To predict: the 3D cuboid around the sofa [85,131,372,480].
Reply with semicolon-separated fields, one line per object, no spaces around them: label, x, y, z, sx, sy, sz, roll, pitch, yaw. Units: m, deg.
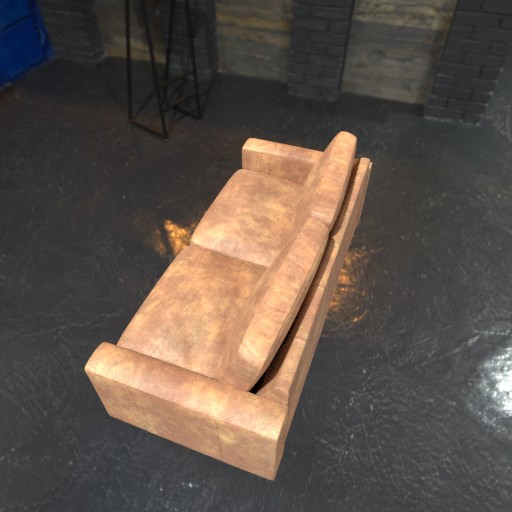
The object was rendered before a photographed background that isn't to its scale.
sofa;0.000;0.000;2.769;1.016;0.873;2.179;15;48;14
